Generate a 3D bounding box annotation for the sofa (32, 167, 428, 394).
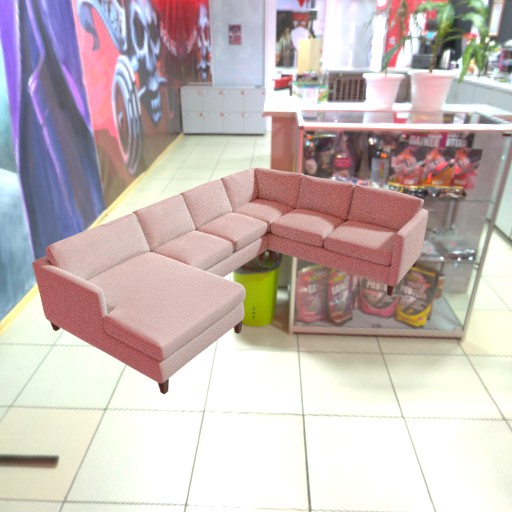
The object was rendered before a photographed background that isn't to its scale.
[{"bbox_3d":[0.000,0.000,4.683,2.593,0.956,3.459,17,31,31],"label":"sofa"}]
